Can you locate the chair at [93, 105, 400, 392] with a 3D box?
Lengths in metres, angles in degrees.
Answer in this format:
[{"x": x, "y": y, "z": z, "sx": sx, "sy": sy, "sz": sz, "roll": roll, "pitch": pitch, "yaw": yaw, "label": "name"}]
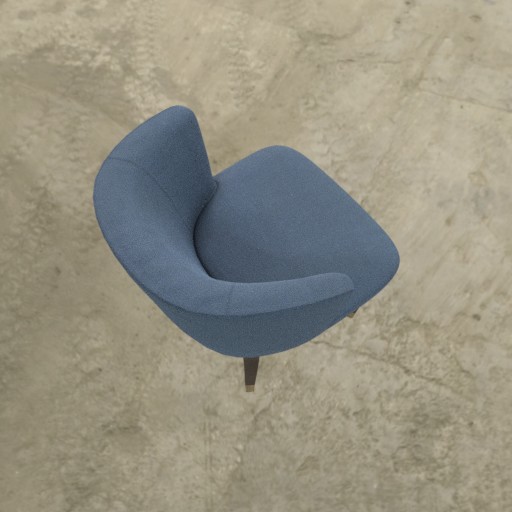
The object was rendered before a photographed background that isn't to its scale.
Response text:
[{"x": 0.000, "y": 0.000, "z": 1.304, "sx": 0.702, "sy": 0.760, "sz": 0.661, "roll": -33, "pitch": 65, "yaw": -17, "label": "chair"}]
